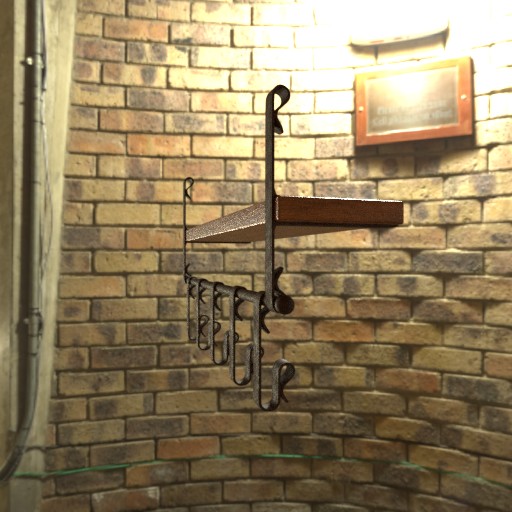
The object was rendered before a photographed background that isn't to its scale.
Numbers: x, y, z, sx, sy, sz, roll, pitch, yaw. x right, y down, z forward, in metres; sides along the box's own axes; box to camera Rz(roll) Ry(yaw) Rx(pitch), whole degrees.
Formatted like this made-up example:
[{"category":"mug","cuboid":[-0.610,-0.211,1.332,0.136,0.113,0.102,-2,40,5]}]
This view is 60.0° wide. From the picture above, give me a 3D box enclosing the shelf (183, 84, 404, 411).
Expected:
[{"category":"shelf","cuboid":[0.000,0.000,0.702,0.146,0.330,0.567,0,0,-18]}]
